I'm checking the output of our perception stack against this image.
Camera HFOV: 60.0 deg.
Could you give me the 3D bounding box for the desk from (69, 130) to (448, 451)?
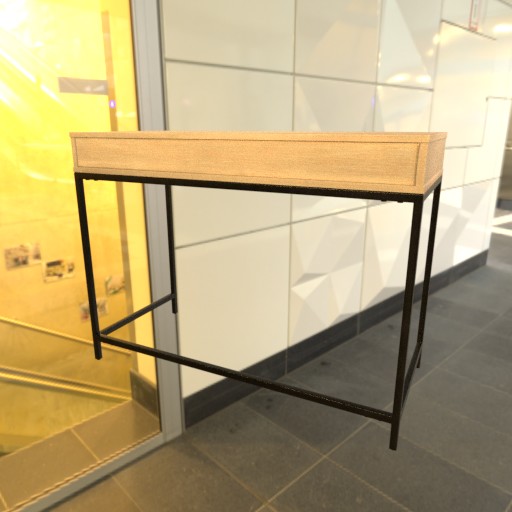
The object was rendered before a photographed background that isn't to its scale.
[{"bbox_3d":[0.000,0.000,1.415,1.016,0.762,0.470,8,18,25],"label":"desk"}]
